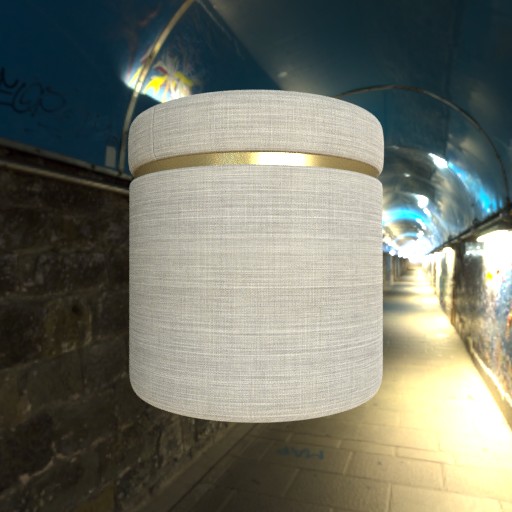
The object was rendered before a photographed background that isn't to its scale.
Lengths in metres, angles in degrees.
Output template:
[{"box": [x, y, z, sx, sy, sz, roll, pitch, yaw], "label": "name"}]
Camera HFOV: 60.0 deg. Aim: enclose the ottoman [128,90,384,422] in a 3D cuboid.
[{"box": [0.000, 0.000, 0.721, 0.400, 0.406, 0.400, 0, 0, 0], "label": "ottoman"}]
